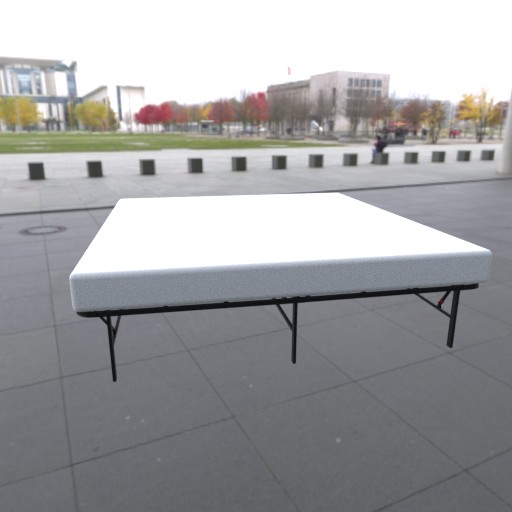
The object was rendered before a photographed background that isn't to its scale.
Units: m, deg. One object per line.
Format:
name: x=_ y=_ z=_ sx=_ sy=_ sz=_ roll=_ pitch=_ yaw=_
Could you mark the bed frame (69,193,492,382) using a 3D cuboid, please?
bed frame: x=0.000 y=0.000 z=2.973 sx=1.935 sy=0.525 sz=2.033 roll=-3 pitch=16 yaw=-11
